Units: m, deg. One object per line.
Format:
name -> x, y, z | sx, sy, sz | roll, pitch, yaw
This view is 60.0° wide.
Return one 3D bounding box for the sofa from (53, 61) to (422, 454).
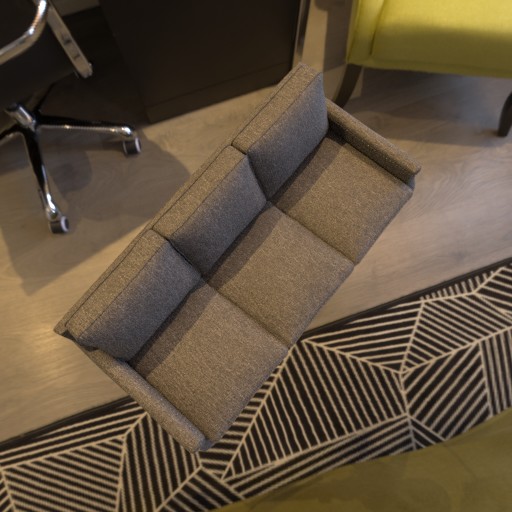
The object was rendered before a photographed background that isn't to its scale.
sofa -> 0.000, 0.000, 2.829 | 1.084, 1.003, 2.246 | 39, 79, 9
